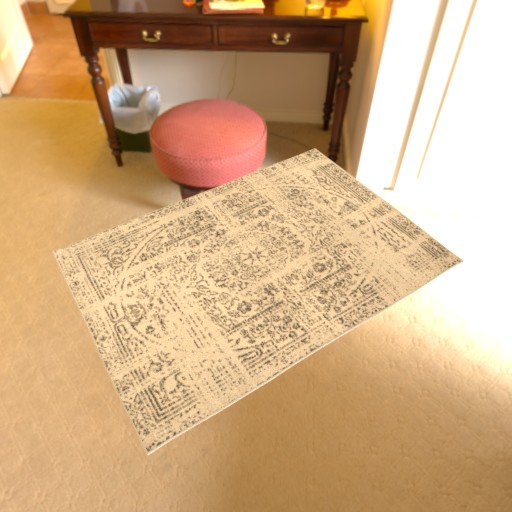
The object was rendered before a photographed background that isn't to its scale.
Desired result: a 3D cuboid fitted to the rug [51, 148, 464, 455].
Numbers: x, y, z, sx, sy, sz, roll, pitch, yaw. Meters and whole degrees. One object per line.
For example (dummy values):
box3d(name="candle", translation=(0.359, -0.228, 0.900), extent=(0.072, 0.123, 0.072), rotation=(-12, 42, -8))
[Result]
box3d(name="rug", translation=(0.000, 0.000, 3.170), extent=(2.438, 0.026, 1.706), rotation=(-26, 52, -22))
